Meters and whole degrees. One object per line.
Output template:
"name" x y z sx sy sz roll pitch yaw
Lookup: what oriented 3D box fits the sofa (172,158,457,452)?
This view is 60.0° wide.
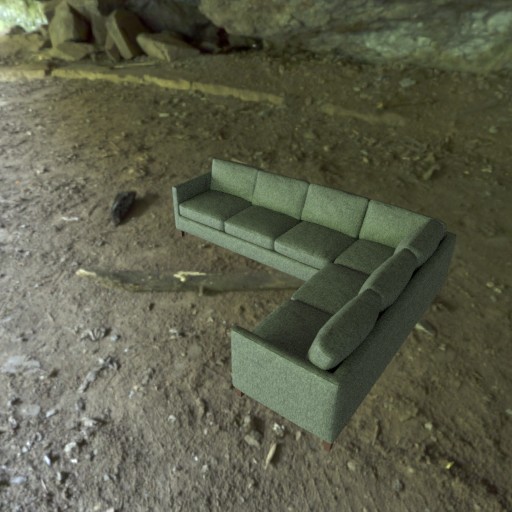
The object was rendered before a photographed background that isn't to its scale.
"sofa" 0.000 0.000 4.654 3.302 0.947 2.593 22 38 31
